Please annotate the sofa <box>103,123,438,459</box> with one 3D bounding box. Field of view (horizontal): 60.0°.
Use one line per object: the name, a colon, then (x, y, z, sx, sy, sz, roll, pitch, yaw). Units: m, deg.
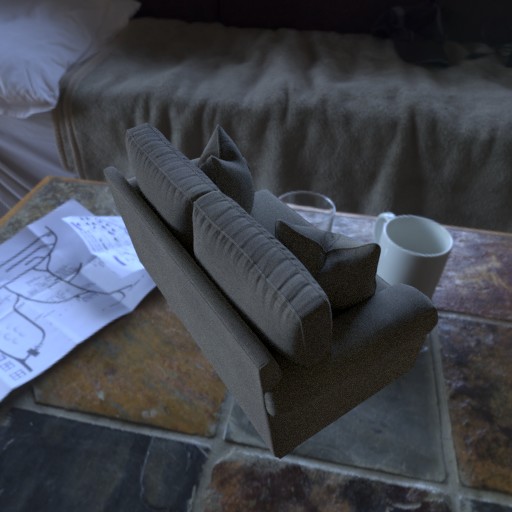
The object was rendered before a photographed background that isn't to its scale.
sofa: (0.000, 0.000, 2.278, 0.966, 0.966, 1.701, -23, 46, -25)
